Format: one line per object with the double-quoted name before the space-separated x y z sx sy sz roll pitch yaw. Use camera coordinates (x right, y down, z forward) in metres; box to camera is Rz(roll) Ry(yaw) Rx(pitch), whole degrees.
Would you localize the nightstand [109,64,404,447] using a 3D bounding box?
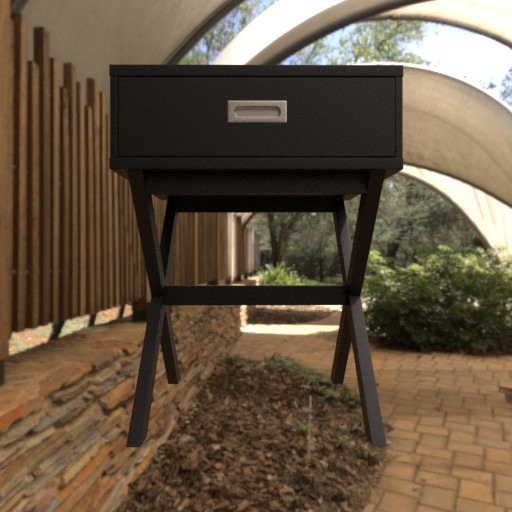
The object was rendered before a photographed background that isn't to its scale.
"nightstand" 0.000 0.000 0.921 0.479 0.623 0.402 0 0 0
